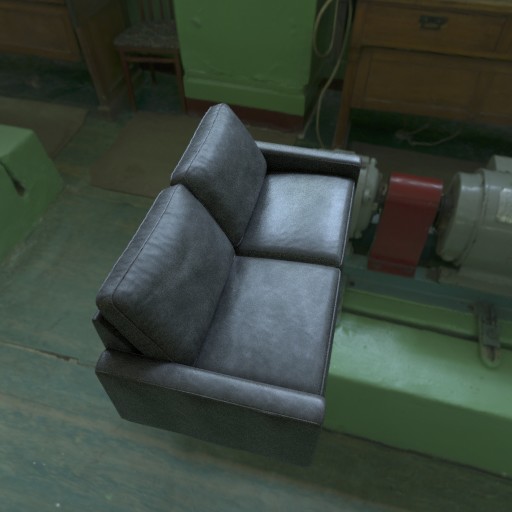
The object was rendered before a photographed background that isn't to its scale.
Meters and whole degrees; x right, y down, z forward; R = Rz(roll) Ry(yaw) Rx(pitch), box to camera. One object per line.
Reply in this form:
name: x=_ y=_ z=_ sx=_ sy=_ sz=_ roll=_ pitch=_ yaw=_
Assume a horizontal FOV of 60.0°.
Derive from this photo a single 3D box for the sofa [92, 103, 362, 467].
sofa: x=0.000 y=0.000 z=2.336 sx=0.939 sy=0.916 sz=1.732 roll=10 pitch=49 yaw=9
